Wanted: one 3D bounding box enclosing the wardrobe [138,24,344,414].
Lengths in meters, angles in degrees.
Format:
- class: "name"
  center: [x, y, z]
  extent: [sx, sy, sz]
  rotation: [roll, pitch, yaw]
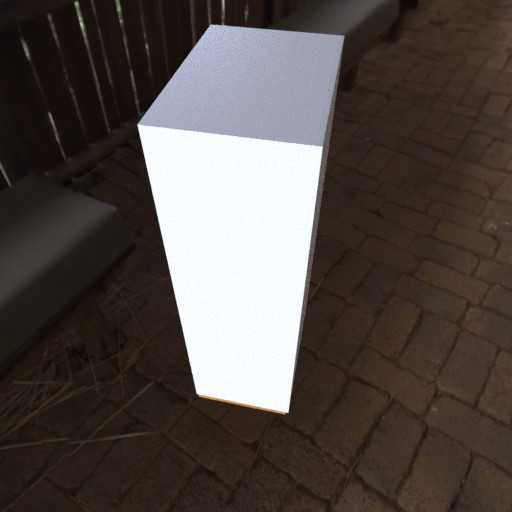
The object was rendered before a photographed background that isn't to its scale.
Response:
- class: "wardrobe"
  center: [0.000, 0.000, 2.429]
  extent: [0.600, 2.040, 0.860]
  rotation: [9, 48, 8]
